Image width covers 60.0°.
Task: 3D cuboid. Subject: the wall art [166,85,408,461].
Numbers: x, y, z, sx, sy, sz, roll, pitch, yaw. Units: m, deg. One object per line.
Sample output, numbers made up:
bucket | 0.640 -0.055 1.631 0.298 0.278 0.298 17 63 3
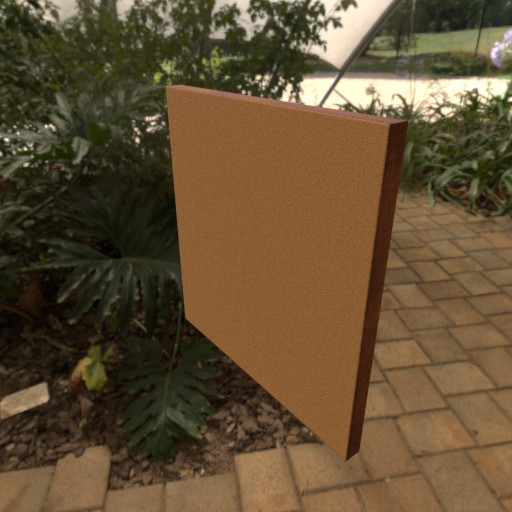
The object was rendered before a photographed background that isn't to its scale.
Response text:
wall art | 0.000 0.000 0.849 0.037 0.572 0.554 -19 32 -33
